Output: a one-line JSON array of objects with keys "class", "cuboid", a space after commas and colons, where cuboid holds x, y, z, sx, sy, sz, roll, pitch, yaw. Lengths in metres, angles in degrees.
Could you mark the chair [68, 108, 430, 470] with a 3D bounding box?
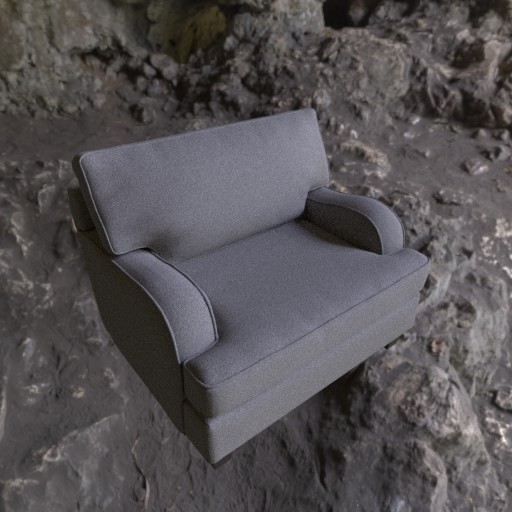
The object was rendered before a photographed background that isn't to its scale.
[{"class": "chair", "cuboid": [0.000, 0.000, 1.952, 1.220, 1.016, 1.040, -22, 38, -32]}]
